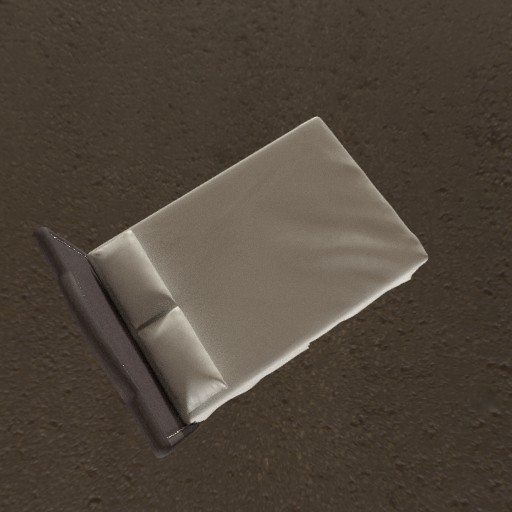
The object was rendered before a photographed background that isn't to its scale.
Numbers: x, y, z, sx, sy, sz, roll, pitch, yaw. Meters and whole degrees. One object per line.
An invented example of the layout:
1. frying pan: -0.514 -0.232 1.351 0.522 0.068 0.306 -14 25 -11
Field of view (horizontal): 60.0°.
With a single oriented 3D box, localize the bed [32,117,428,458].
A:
1. bed: 0.000 0.000 3.547 2.507 1.441 1.741 -33 78 -8
